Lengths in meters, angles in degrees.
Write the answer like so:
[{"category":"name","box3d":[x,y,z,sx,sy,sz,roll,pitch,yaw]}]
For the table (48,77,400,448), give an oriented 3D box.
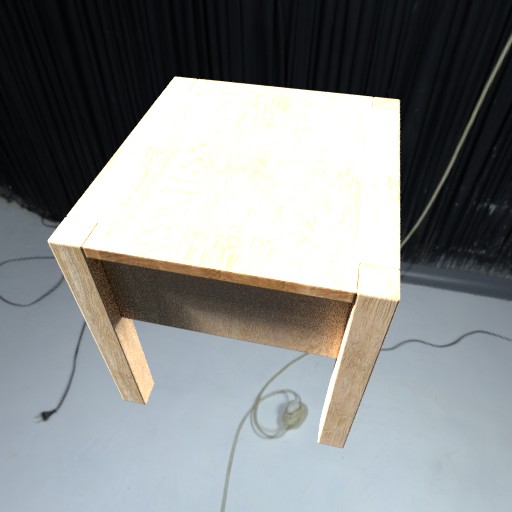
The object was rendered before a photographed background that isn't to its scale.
[{"category":"table","box3d":[0.000,0.000,0.856,0.440,0.450,0.480,9,47,9]}]
